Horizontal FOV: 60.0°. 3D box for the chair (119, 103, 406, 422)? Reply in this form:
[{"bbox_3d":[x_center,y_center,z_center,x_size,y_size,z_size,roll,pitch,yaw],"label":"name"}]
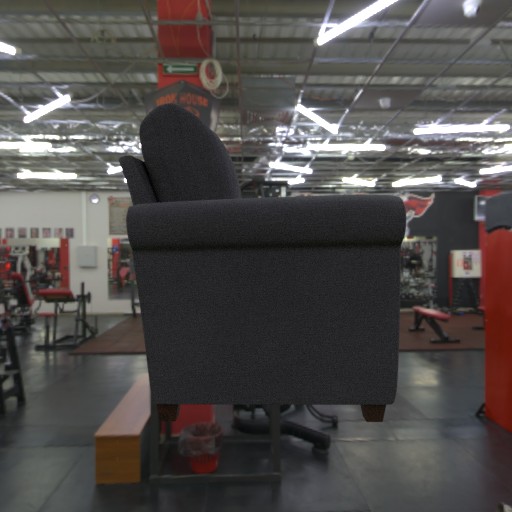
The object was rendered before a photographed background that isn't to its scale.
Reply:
[{"bbox_3d":[0.000,0.000,1.625,0.828,0.942,0.867,0,0,0],"label":"chair"}]
